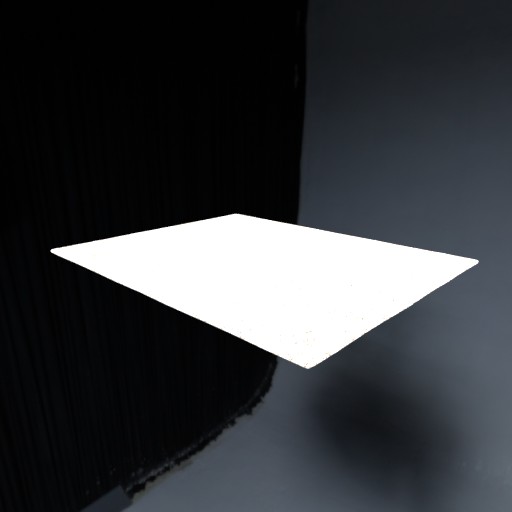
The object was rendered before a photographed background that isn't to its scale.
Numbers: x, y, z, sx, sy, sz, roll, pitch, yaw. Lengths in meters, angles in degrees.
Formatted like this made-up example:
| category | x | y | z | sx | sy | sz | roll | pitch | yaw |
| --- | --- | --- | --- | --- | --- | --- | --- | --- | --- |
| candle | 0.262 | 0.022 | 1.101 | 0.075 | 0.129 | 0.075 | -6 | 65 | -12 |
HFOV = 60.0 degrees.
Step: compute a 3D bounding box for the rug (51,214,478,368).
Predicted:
| category | x | y | z | sx | sy | sz | roll | pitch | yaw |
| --- | --- | --- | --- | --- | --- | --- | --- | --- | --- |
| rug | 0.000 | 0.000 | 4.014 | 3.047 | 0.029 | 2.438 | 15 | 22 | 42 |
